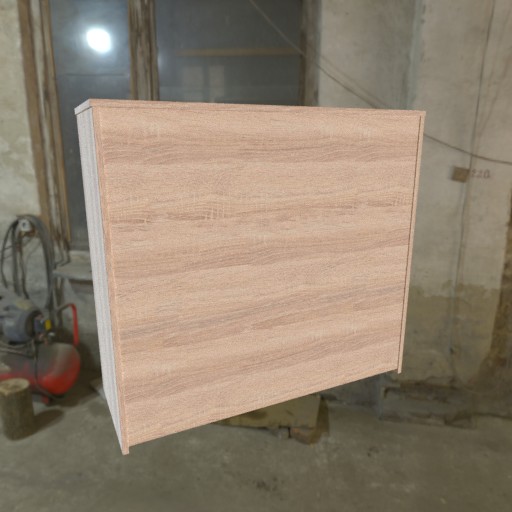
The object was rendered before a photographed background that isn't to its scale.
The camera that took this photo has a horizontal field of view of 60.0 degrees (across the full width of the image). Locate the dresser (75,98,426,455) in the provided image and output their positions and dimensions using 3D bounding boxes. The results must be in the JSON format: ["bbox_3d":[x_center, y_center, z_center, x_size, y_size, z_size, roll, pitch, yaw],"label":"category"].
[{"bbox_3d":[0.000,0.000,1.435,0.980,0.900,0.380,-7,16,-25],"label":"dresser"}]
